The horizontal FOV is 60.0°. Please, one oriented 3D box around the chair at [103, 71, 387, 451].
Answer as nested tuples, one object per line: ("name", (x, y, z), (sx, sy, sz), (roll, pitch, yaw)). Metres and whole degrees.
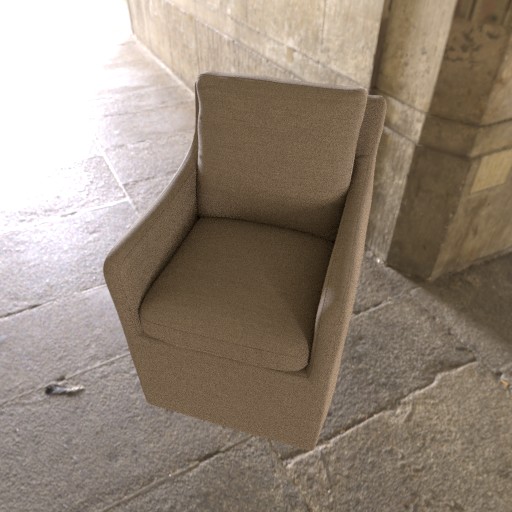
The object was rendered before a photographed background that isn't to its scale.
("chair", (0.000, 0.000, 1.355), (0.626, 0.914, 0.694), (11, 42, 13))
